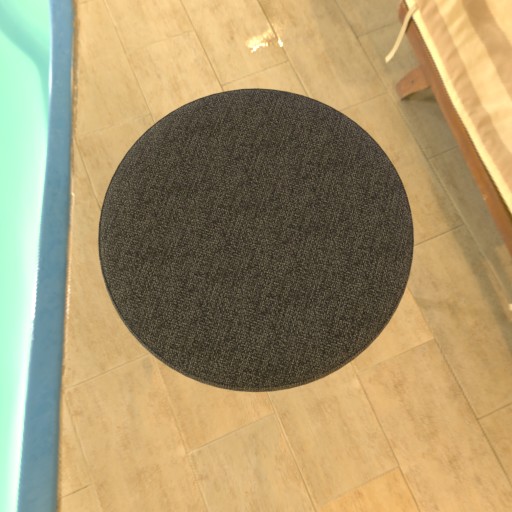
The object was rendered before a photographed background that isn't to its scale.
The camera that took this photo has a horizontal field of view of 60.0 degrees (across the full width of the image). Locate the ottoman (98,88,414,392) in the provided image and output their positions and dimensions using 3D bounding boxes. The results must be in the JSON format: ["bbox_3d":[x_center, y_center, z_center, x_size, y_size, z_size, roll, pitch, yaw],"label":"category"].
[{"bbox_3d":[0.000,0.000,0.902,0.520,0.430,0.520,0,75,0],"label":"ottoman"}]
